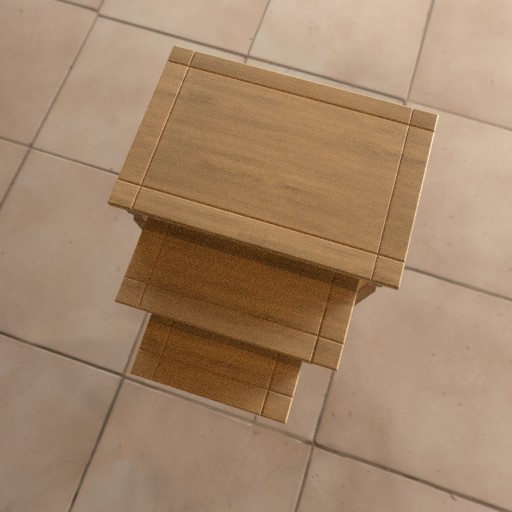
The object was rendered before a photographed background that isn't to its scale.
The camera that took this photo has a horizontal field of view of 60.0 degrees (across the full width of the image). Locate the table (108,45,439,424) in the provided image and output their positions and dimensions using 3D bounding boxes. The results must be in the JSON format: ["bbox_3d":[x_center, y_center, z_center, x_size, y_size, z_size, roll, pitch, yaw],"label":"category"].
[{"bbox_3d":[0.000,0.000,1.226,0.660,0.535,0.773,17,76,4],"label":"table"}]
